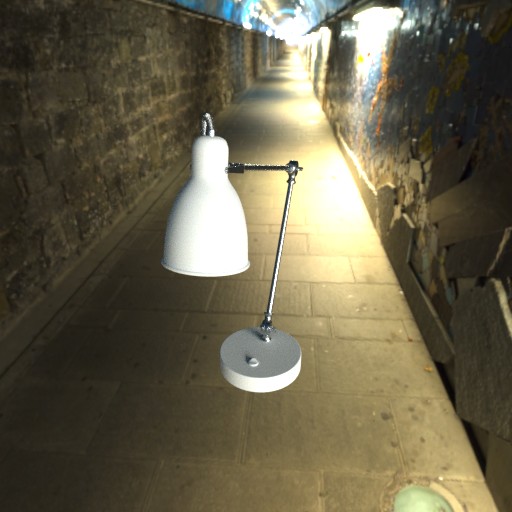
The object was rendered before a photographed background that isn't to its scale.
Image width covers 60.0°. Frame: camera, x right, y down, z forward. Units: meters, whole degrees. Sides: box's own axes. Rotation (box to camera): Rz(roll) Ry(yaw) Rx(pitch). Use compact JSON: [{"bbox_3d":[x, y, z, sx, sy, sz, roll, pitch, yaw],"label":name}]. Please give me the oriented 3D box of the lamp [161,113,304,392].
[{"bbox_3d":[0.000,0.000,0.878,0.187,0.587,0.561,9,28,18],"label":"lamp"}]
